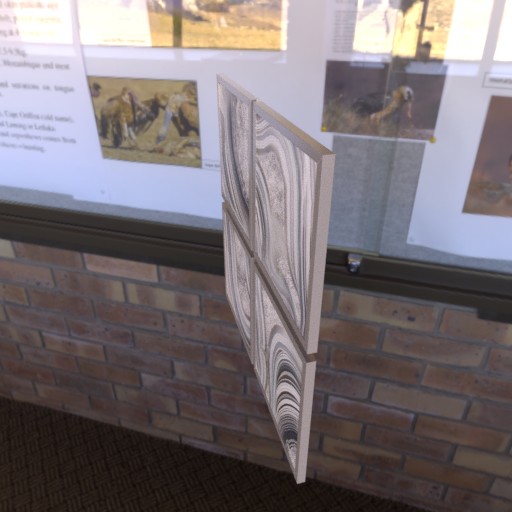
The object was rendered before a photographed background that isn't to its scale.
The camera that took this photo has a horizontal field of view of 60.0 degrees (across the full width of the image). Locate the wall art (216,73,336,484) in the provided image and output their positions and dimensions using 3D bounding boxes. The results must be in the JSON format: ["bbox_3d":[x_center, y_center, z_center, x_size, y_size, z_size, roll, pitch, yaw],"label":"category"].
[{"bbox_3d":[0.000,0.000,1.657,0.029,1.118,1.118,-8,31,-13],"label":"wall art"}]
